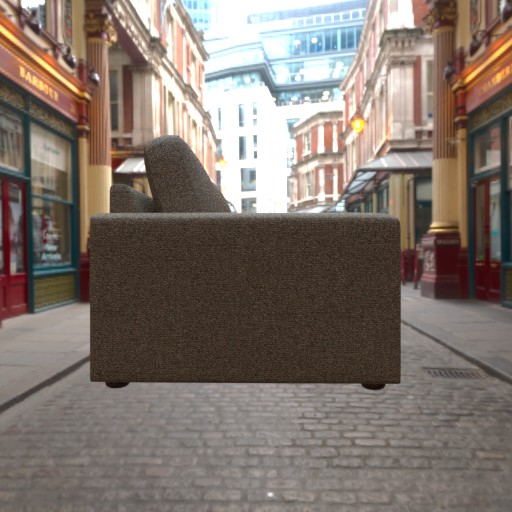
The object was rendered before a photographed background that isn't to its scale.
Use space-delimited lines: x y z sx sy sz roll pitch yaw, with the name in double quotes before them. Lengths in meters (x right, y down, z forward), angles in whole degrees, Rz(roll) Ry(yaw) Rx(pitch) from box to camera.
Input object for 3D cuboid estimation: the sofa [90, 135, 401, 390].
"sofa" 0.000 0.000 2.181 1.016 0.873 1.616 0 0 1
